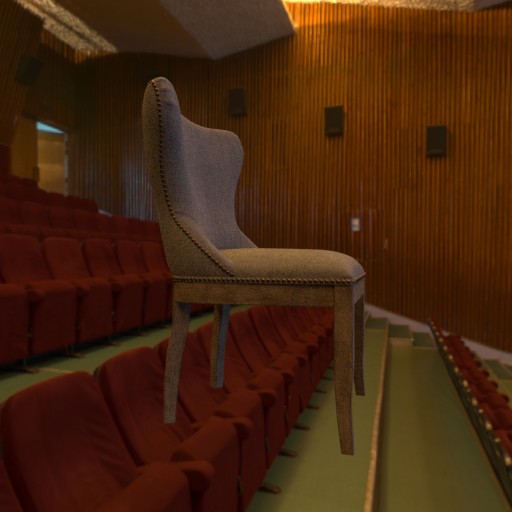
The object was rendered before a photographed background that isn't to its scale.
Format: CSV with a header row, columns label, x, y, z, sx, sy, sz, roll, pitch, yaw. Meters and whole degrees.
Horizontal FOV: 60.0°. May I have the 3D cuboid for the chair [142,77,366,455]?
label,x,y,z,sx,sy,sz,roll,pitch,yaw
chair,0.000,0.000,1.462,0.681,1.002,0.654,0,0,17
